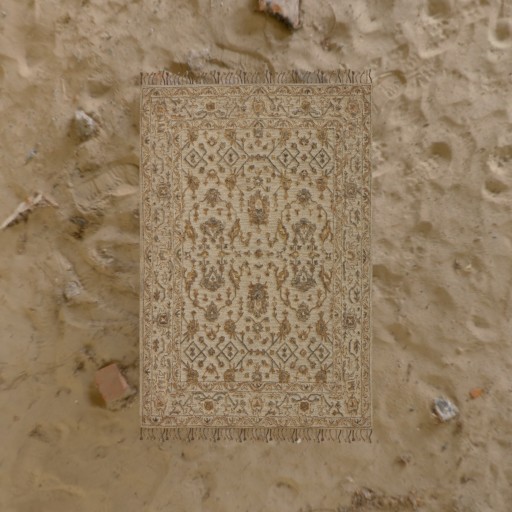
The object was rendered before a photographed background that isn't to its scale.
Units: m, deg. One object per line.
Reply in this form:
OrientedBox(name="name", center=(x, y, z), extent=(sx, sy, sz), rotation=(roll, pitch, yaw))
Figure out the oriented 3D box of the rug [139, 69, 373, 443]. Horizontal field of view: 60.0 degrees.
OrientedBox(name="rug", center=(0.000, 0.000, 2.889), extent=(1.529, 0.027, 2.434), rotation=(0, 90, 1))
